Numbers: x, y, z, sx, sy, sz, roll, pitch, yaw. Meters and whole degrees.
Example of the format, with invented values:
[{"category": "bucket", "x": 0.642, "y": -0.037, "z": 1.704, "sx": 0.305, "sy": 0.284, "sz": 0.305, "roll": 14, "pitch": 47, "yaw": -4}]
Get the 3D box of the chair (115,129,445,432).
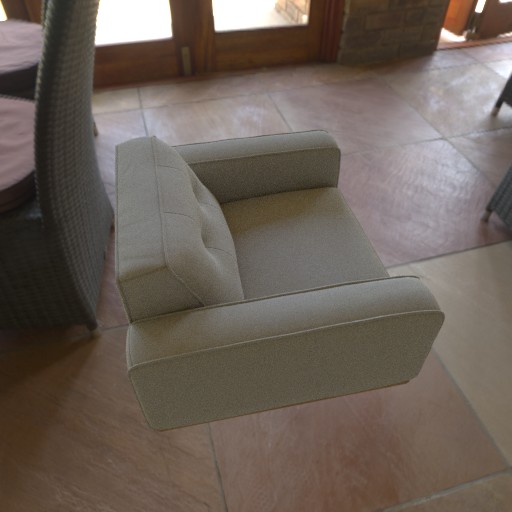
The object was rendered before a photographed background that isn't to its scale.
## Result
[{"category": "chair", "x": 0.000, "y": 0.000, "z": 1.736, "sx": 0.953, "sy": 0.779, "sz": 1.115, "roll": -9, "pitch": 47, "yaw": -9}]
